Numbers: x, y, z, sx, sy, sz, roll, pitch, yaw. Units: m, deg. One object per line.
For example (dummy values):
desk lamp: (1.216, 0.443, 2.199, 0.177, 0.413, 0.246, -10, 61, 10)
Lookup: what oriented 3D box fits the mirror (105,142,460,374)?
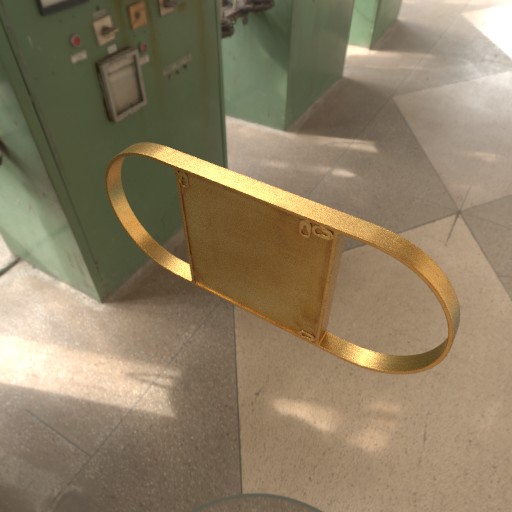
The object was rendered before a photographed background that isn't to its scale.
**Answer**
mirror: (0.000, 0.000, 0.667, 0.584, 0.254, 0.032, 24, 51, 22)
